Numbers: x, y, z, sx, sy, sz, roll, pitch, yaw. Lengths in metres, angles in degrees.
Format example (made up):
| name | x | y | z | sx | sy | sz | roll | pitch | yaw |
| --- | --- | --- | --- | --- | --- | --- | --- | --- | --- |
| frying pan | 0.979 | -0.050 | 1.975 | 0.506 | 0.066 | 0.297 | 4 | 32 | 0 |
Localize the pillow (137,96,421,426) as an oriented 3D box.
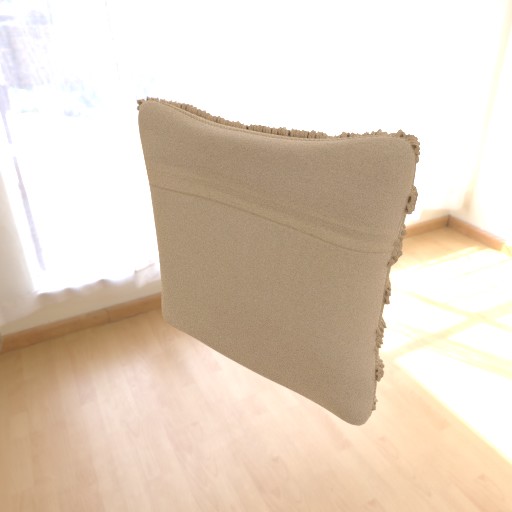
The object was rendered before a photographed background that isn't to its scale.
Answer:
| name | x | y | z | sx | sy | sz | roll | pitch | yaw |
| --- | --- | --- | --- | --- | --- | --- | --- | --- | --- |
| pillow | 0.000 | 0.000 | 0.666 | 0.437 | 0.427 | 0.145 | 20 | 35 | 32 |
